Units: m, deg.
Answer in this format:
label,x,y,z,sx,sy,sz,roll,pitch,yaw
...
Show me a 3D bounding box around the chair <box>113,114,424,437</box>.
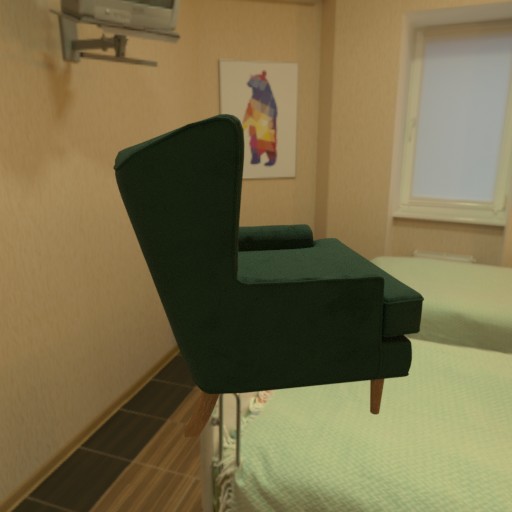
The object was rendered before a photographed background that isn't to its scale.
label,x,y,z,sx,sy,sz,roll,pitch,yaw
chair,0.000,0.000,1.604,0.910,0.952,0.793,-3,16,-10
